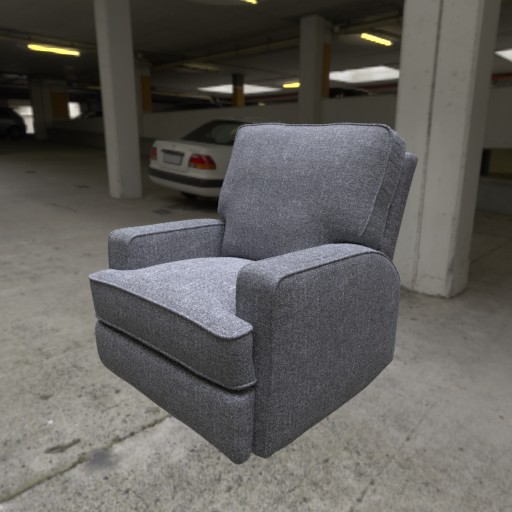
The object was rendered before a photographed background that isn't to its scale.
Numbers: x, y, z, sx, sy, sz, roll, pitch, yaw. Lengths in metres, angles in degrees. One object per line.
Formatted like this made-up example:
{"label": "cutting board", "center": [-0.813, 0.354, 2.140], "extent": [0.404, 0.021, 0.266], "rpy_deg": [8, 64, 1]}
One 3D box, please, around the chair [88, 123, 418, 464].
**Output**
{"label": "chair", "center": [0.000, 0.000, 1.632], "extent": [0.861, 0.962, 0.964], "rpy_deg": [14, 20, 42]}
